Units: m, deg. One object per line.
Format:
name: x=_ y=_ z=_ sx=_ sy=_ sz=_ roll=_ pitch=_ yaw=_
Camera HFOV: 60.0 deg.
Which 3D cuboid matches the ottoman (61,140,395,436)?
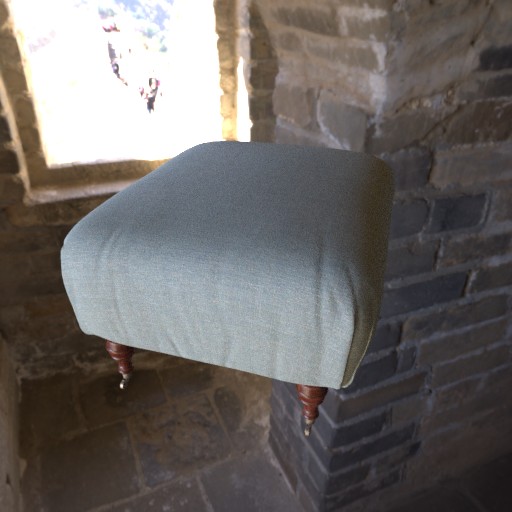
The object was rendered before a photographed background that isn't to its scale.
ottoman: x=0.000 y=0.000 z=1.118 sx=0.622 sy=0.450 sz=0.747 roll=9 pitch=31 yaw=15
